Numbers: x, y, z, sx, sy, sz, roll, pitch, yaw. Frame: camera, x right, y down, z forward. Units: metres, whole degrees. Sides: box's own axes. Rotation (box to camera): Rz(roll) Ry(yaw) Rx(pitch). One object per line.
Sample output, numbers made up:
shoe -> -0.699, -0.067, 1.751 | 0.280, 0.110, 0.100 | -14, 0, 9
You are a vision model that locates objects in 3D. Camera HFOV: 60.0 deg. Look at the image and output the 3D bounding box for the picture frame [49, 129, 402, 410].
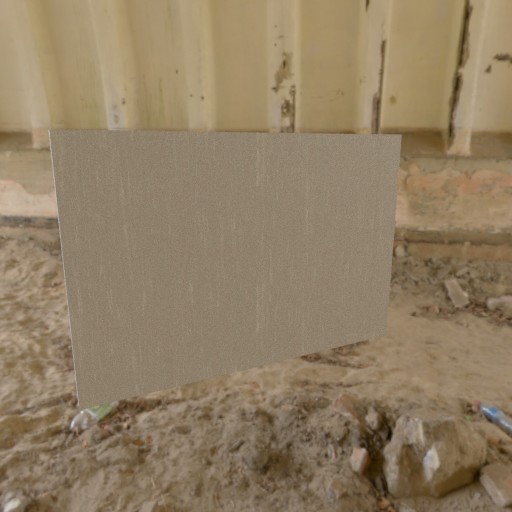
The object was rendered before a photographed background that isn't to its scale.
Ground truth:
picture frame -> 0.000, 0.000, 1.193 | 0.950, 0.640, 0.029 | -7, 16, -26
